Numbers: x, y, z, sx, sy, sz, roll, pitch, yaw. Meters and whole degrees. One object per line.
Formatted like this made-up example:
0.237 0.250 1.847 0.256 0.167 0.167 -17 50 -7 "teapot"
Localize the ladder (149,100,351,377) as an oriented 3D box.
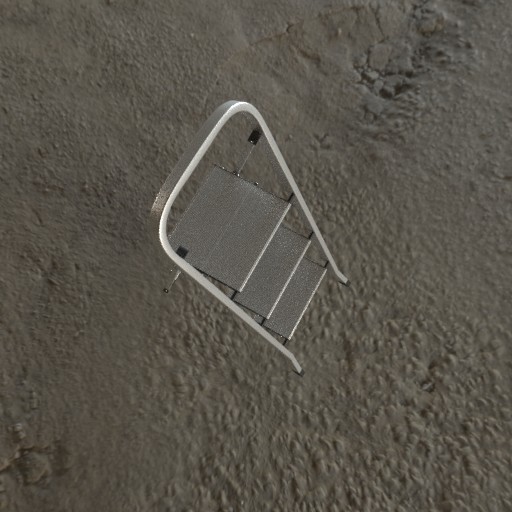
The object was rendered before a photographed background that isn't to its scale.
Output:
0.000 0.000 1.436 0.704 1.070 0.465 28 76 8 "ladder"
